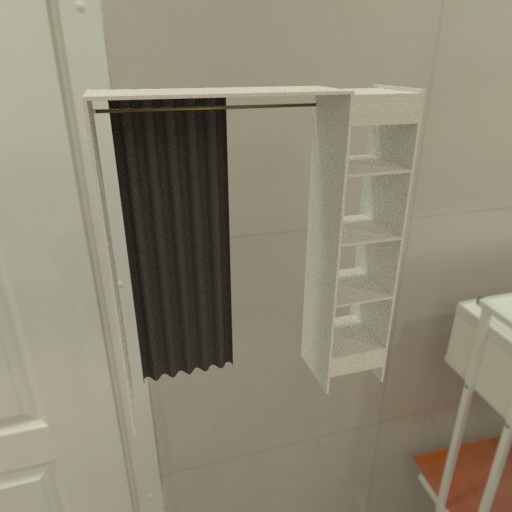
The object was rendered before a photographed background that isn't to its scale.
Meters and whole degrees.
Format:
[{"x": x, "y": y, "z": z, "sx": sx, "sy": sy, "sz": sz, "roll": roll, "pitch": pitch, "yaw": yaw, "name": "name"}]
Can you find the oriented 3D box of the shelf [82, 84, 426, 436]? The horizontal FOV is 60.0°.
[{"x": 0.000, "y": 0.000, "z": 2.559, "sx": 1.600, "sy": 1.810, "sz": 0.500, "roll": -7, "pitch": 25, "yaw": -15, "name": "shelf"}]
